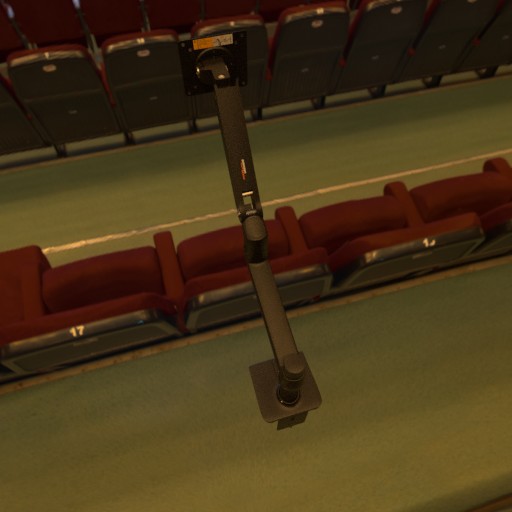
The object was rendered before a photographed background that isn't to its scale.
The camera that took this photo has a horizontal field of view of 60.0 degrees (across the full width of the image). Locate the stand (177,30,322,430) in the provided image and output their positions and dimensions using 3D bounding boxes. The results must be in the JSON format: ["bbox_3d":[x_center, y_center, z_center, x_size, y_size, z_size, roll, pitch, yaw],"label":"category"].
[{"bbox_3d":[0.000,0.000,1.044,0.152,0.713,0.650,-14,58,-9],"label":"stand"}]
